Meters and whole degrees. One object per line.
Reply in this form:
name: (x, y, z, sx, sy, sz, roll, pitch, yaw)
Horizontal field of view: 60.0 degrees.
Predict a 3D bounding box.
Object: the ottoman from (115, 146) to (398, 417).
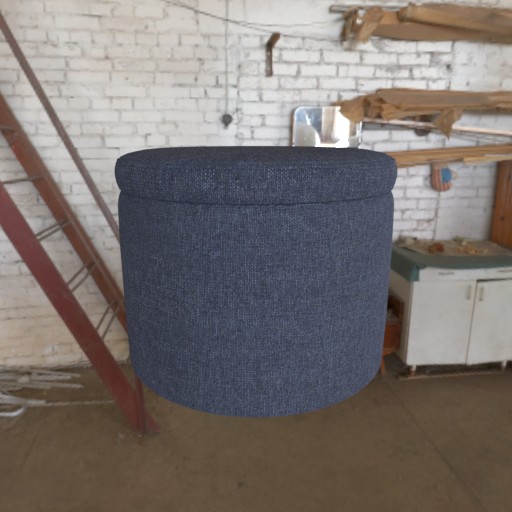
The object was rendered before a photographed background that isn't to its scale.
ottoman: (0.000, 0.000, 0.893, 0.520, 0.430, 0.520, 0, 15, 0)
